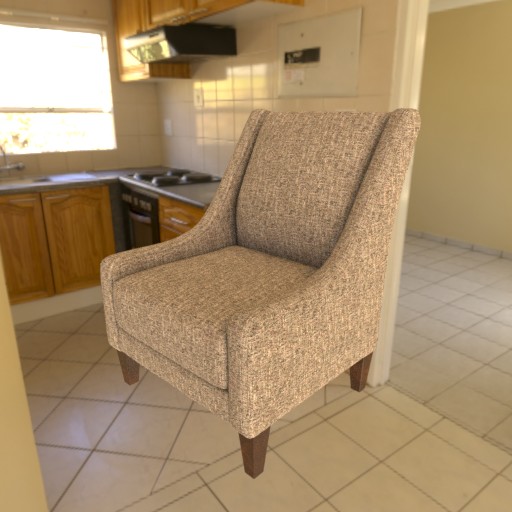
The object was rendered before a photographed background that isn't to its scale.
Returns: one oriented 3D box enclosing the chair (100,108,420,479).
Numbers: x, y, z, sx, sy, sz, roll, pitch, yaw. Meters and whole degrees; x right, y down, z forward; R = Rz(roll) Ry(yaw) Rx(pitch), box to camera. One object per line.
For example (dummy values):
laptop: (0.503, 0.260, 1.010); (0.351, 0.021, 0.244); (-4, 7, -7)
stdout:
chair: (0.000, 0.000, 1.602); (0.774, 1.014, 0.870); (16, 24, 41)
